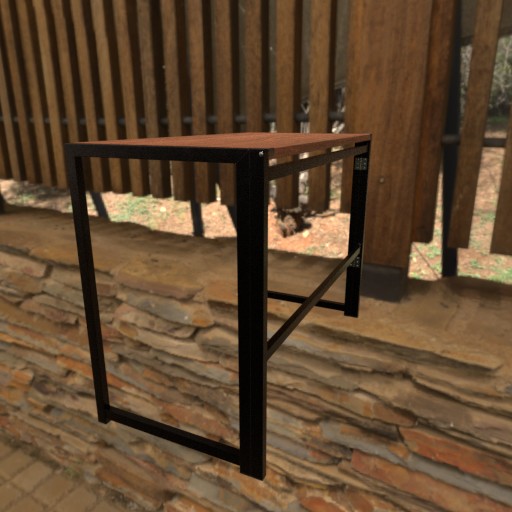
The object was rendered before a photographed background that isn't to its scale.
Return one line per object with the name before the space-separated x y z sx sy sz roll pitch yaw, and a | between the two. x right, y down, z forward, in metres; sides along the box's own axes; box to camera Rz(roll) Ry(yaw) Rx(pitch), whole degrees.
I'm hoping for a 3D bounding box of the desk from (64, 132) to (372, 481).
desk | 0.000 0.000 1.471 0.508 0.762 1.016 8 19 24
